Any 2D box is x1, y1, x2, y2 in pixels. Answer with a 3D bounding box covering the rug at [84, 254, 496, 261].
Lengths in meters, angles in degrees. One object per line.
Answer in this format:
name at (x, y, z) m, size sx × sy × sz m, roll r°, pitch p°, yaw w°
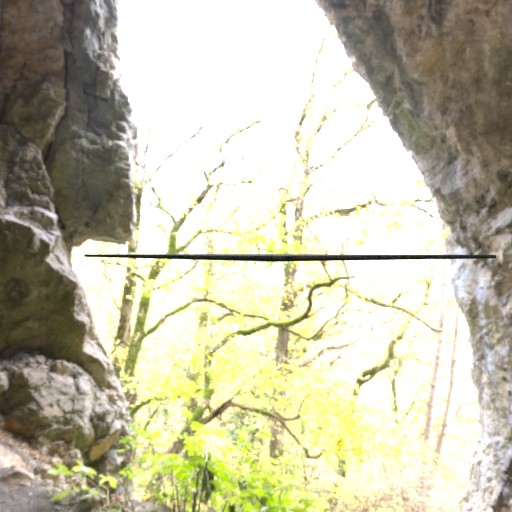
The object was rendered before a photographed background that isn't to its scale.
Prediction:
rug at (0.000, 0.000, 2.277) m, size 1.219 × 0.016 × 1.829 m, roll 0°, pitch 0°, yaw -36°
